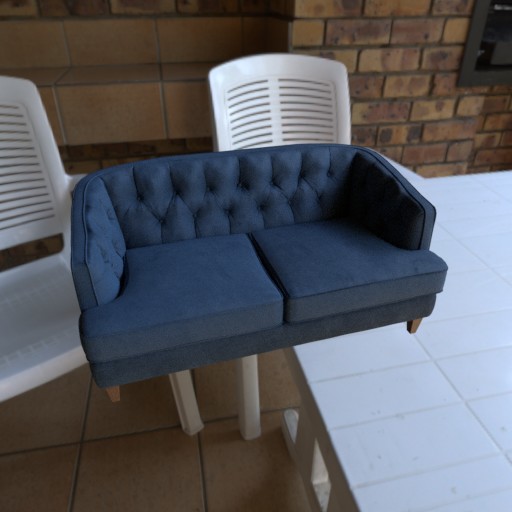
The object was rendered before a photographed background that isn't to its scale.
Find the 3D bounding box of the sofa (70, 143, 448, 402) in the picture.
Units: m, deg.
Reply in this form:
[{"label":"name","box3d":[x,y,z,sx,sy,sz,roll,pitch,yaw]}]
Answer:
[{"label":"sofa","box3d":[0.000,0.000,2.319,1.733,0.854,0.941,-9,33,-15]}]
